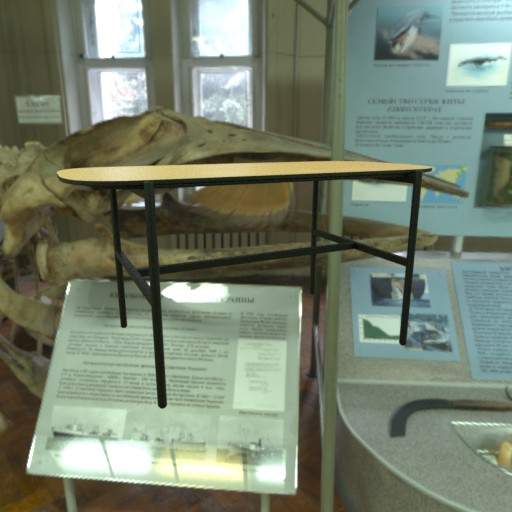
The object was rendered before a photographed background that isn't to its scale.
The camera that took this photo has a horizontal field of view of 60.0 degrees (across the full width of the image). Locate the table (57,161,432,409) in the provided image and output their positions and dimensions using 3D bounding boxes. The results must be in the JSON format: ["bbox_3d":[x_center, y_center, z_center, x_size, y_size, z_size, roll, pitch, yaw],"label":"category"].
[{"bbox_3d":[0.000,0.000,1.025,0.800,0.400,0.400,-7,17,-25],"label":"table"}]
